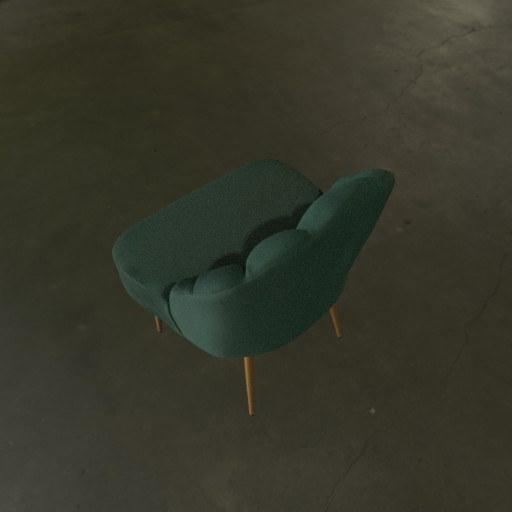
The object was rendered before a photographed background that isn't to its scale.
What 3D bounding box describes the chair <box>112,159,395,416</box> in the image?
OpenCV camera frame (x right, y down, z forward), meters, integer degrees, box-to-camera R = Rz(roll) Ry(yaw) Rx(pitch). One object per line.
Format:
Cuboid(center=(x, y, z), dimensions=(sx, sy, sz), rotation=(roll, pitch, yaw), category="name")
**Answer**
Cuboid(center=(0.000, 0.000, 1.284), dimensions=(0.657, 0.819, 0.599), rotation=(-34, 56, -27), category="chair")
